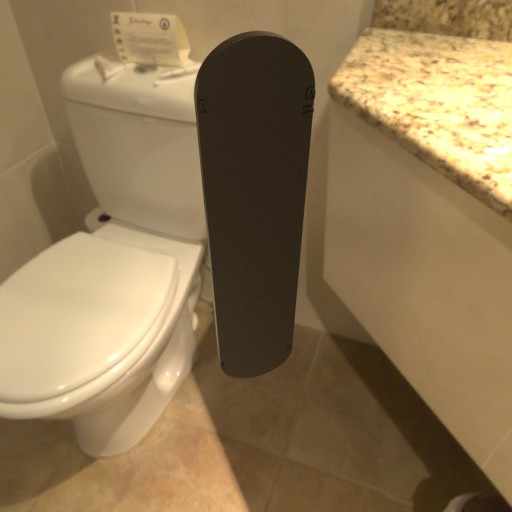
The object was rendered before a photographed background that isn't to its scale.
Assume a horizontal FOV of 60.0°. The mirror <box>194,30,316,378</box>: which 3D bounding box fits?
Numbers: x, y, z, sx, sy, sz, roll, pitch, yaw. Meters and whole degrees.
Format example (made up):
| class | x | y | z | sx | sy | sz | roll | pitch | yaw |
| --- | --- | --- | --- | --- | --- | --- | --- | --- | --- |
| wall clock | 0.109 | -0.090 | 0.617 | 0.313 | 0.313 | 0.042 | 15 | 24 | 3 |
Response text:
| class | x | y | z | sx | sy | sz | roll | pitch | yaw |
| --- | --- | --- | --- | --- | --- | --- | --- | --- | --- |
| mirror | 0.000 | 0.000 | 1.066 | 0.222 | 0.991 | 0.032 | -11 | 43 | -12 |
